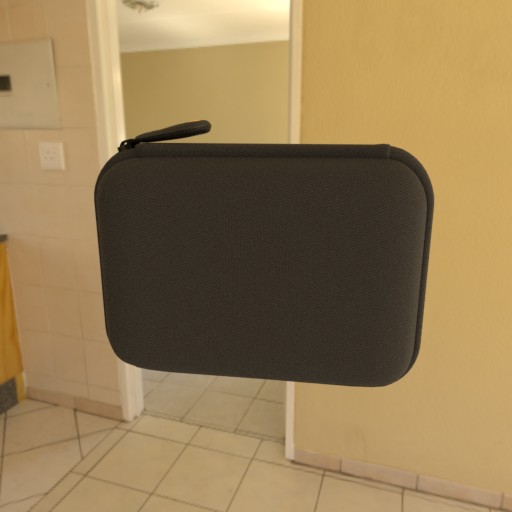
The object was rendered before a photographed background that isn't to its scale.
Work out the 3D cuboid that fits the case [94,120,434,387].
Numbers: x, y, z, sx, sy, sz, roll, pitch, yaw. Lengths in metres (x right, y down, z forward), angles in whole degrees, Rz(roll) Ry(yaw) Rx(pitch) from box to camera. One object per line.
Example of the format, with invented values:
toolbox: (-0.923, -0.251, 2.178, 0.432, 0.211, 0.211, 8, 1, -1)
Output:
case: (0.000, 0.000, 0.178, 0.132, 0.105, 0.038, 2, 14, 8)
